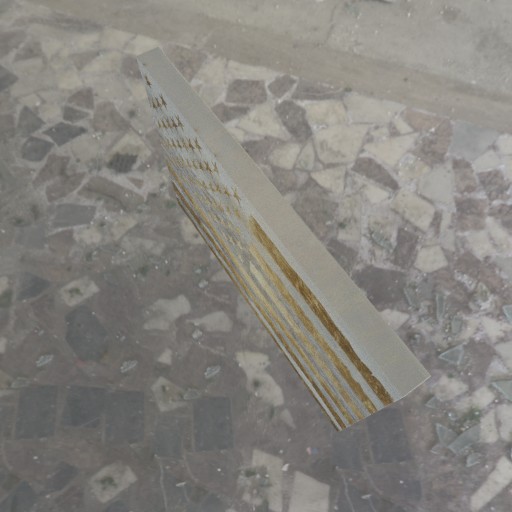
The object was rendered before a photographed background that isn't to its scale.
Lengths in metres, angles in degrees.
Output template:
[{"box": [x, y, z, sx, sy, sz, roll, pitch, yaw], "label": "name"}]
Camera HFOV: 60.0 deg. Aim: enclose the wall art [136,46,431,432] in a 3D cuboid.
[{"box": [0.000, 0.000, 0.755, 0.041, 0.407, 0.606, -31, 68, -14], "label": "wall art"}]
